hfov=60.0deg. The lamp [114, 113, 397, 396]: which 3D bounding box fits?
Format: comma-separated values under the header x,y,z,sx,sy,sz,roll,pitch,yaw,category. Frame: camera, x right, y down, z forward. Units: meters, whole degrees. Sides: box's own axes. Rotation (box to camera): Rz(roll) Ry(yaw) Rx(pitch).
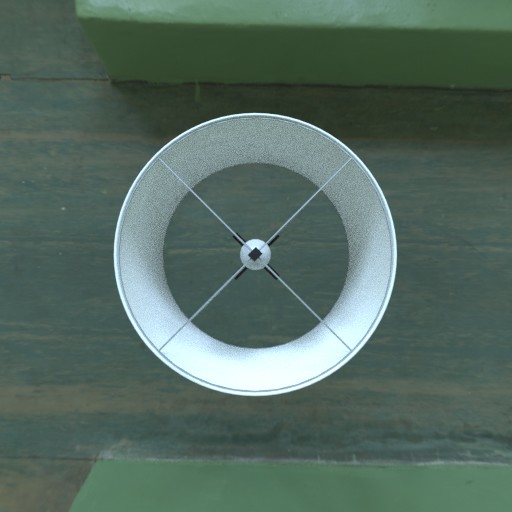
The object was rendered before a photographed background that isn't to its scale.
x,y,z,sx,sy,sz,roll,pitch,yaw,category
0.000,0.000,0.643,0.257,0.489,0.257,0,90,0,lamp
